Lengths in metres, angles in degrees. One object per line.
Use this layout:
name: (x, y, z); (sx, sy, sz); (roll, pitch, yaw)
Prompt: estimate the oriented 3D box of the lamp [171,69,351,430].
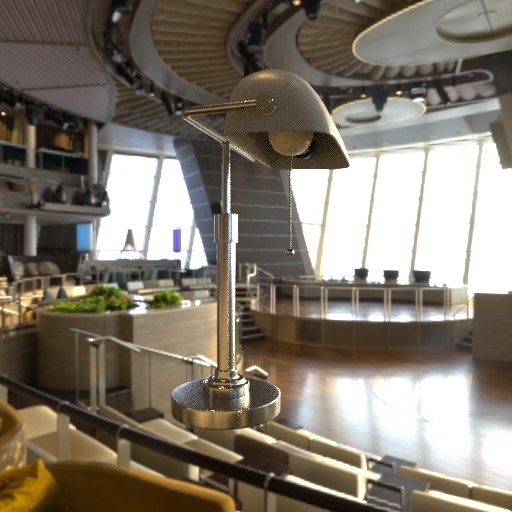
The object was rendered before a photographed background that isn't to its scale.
lamp: (0.000, 0.000, 0.572); (0.227, 0.404, 0.269); (0, 0, 18)
